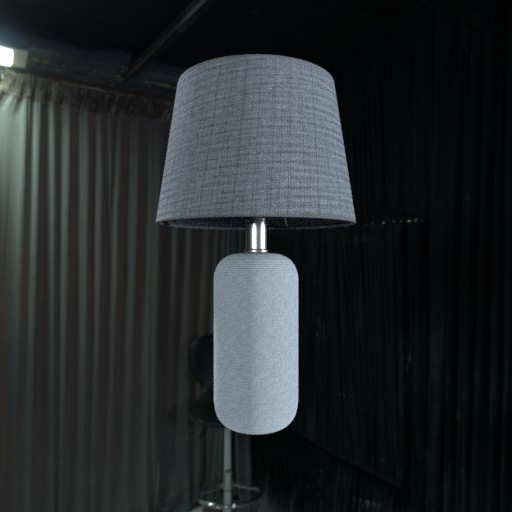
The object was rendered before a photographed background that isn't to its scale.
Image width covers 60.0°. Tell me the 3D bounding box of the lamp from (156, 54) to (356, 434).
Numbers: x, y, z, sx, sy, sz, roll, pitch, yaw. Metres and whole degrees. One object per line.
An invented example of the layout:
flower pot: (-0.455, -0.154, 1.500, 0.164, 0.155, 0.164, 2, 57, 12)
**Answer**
lamp: (0.000, 0.000, 0.570, 0.251, 0.429, 0.251, 0, 0, 0)
